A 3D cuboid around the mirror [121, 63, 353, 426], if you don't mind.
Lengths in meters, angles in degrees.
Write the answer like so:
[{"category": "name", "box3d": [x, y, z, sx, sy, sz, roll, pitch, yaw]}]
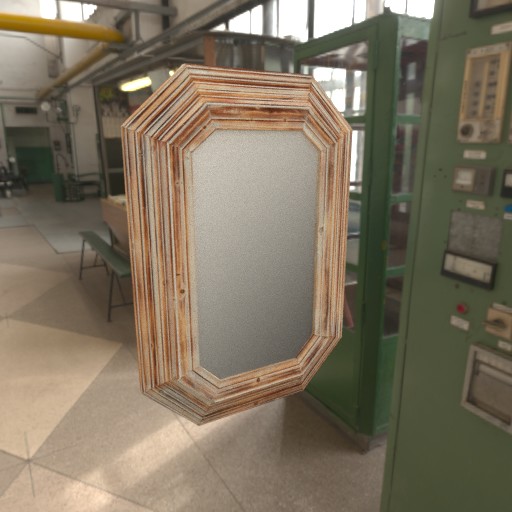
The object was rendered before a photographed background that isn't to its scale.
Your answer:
[{"category": "mirror", "box3d": [0.000, 0.000, 1.292, 0.709, 1.015, 0.061, -8, 17, -29]}]
